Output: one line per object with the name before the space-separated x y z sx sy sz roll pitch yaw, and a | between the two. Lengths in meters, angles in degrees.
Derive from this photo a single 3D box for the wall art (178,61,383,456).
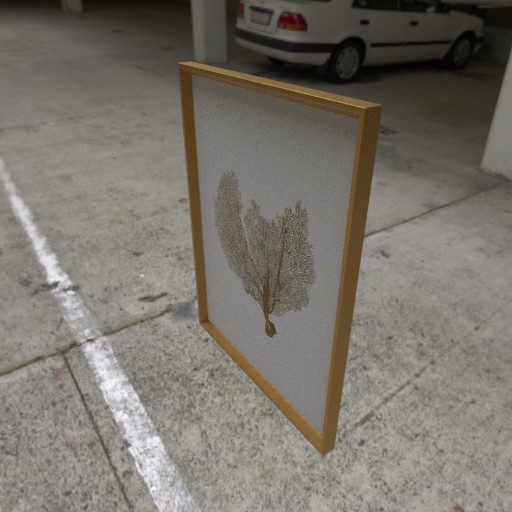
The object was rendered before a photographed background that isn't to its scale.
wall art | 0.000 0.000 1.080 0.038 0.812 0.610 -20 36 -30
